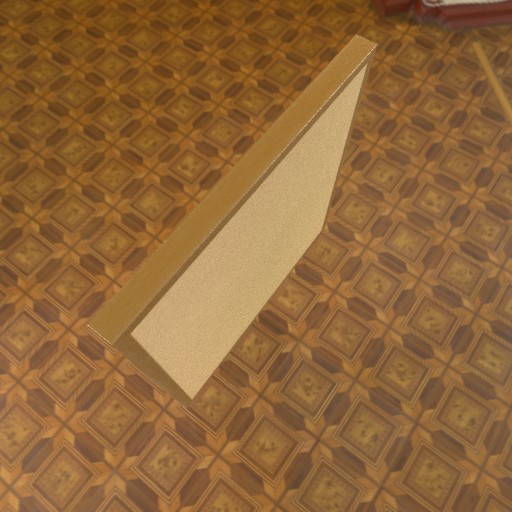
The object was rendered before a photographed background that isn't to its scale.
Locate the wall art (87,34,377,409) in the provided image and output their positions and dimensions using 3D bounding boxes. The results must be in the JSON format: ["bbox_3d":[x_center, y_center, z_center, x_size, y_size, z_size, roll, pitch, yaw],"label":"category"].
[{"bbox_3d":[0.000,0.000,0.744,0.033,0.509,0.510,33,69,15],"label":"wall art"}]
